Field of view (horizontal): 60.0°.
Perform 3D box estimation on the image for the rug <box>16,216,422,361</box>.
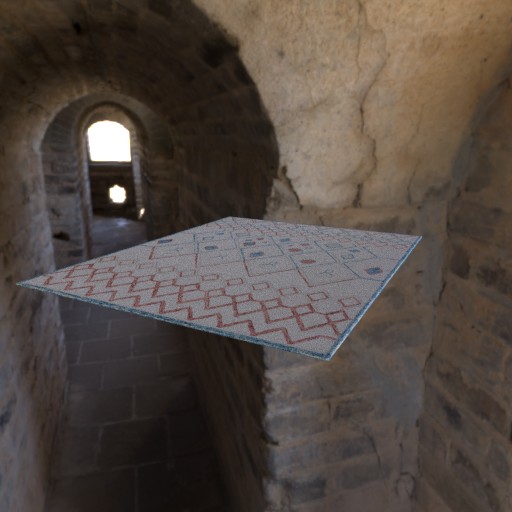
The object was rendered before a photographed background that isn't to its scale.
[{"bbox_3d":[0.000,0.000,4.042,2.441,0.016,3.050,8,18,27],"label":"rug"}]
